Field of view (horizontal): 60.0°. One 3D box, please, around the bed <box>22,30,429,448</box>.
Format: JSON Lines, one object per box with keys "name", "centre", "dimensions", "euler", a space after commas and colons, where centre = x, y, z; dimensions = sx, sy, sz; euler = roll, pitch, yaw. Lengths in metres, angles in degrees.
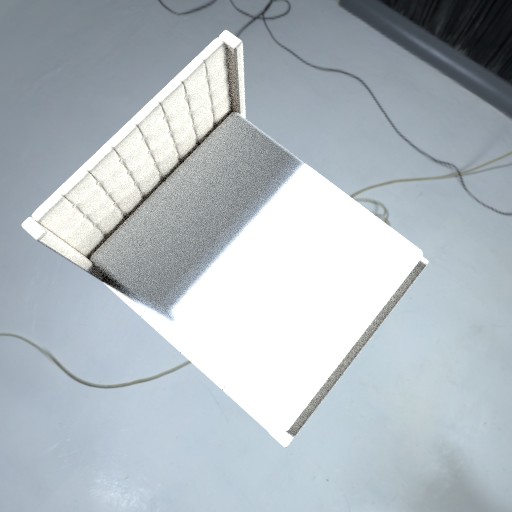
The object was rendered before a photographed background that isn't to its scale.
{"name": "bed", "centre": [0.000, 0.000, 3.741], "dimensions": [2.370, 1.743, 2.045], "euler": [39, 78, 10]}
